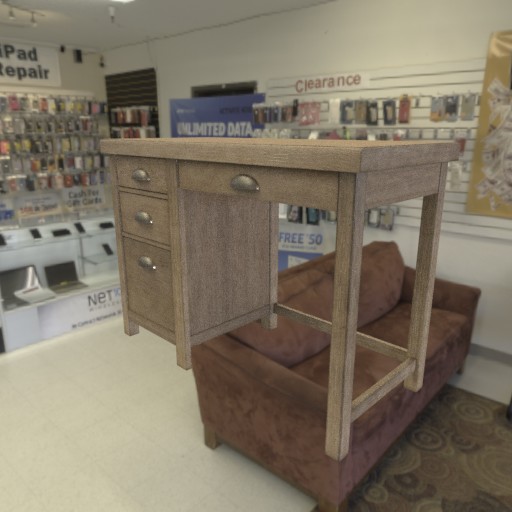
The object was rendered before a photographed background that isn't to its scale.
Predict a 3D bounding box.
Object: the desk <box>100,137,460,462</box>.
[{"bbox_3d":[0.000,0.000,1.806,1.289,0.912,0.610,15,22,42],"label":"desk"}]
